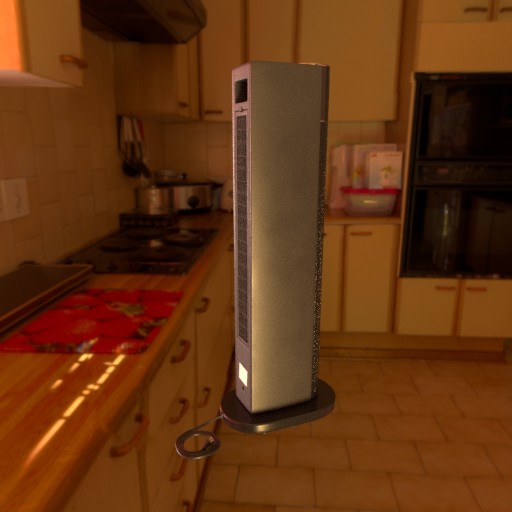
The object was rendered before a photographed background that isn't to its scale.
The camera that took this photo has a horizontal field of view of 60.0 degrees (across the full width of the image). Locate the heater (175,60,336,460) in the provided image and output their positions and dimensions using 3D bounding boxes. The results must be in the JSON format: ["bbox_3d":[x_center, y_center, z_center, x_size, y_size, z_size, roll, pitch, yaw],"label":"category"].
[{"bbox_3d":[0.000,0.000,1.053,0.458,0.856,0.214,-7,16,-25],"label":"heater"}]
